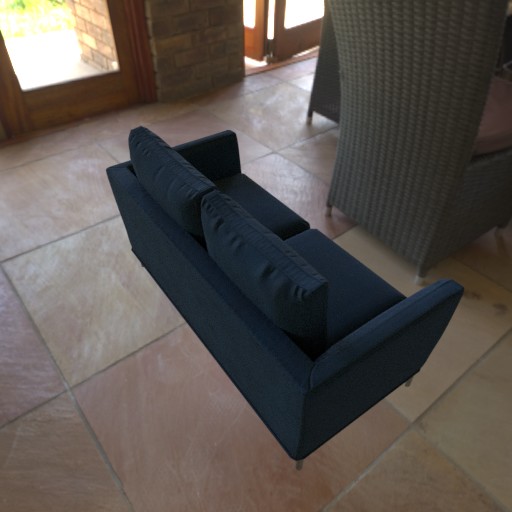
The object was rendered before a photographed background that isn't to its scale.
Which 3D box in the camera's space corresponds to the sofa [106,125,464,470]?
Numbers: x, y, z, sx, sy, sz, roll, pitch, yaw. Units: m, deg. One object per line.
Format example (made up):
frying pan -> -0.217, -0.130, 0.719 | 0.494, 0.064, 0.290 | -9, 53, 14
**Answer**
sofa -> 0.000, 0.000, 2.311 | 0.853, 1.002, 1.770 | -25, 47, -26
